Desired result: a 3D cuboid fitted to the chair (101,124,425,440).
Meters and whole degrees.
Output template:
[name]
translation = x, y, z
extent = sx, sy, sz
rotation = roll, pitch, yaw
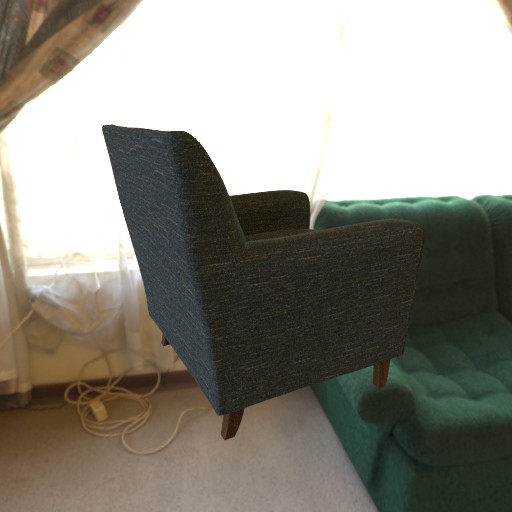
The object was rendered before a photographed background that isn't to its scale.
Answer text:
[chair]
translation = 0.000, 0.000, 1.635
extent = 0.873, 0.928, 0.864
rotation = -9, 20, -26
